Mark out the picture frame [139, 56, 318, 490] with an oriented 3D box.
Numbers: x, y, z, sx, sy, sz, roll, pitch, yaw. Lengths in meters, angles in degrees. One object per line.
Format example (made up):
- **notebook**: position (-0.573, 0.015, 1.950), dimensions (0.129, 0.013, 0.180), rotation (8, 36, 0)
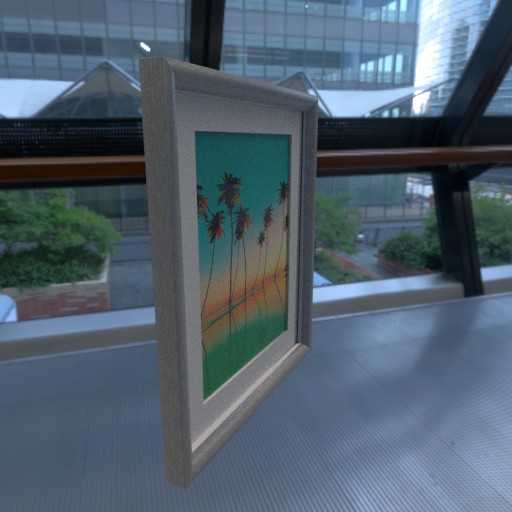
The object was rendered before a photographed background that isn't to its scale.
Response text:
- **picture frame**: position (0.000, 0.000, 0.516), dimensions (0.027, 0.378, 0.327), rotation (8, 16, 27)
